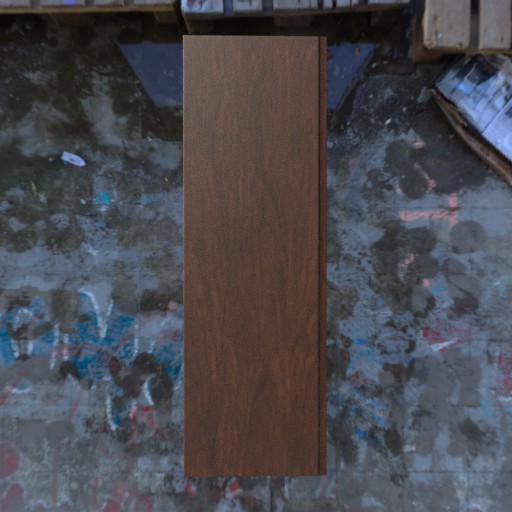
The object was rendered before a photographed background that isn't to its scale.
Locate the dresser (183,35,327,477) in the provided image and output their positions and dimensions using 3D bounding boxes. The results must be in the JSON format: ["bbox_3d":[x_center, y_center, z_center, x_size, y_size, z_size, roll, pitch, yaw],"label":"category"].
[{"bbox_3d":[0.000,0.000,1.927,0.500,0.889,1.472,0,90,-1],"label":"dresser"}]
